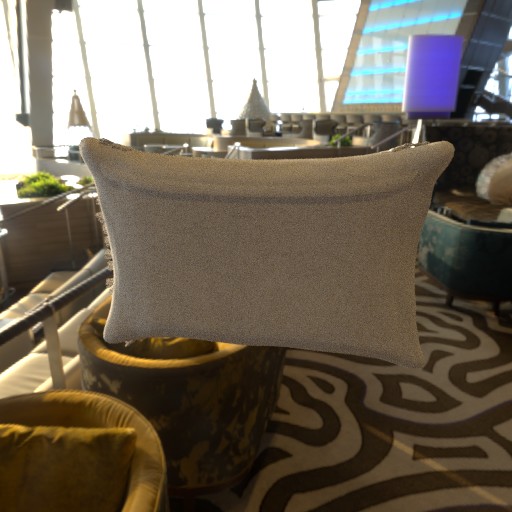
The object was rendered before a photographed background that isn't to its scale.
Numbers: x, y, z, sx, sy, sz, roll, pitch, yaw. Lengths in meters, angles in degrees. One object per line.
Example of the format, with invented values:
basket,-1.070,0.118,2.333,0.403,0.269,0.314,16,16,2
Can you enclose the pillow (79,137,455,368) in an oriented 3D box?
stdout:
pillow,0.000,0.000,0.590,0.466,0.305,0.084,3,18,8
